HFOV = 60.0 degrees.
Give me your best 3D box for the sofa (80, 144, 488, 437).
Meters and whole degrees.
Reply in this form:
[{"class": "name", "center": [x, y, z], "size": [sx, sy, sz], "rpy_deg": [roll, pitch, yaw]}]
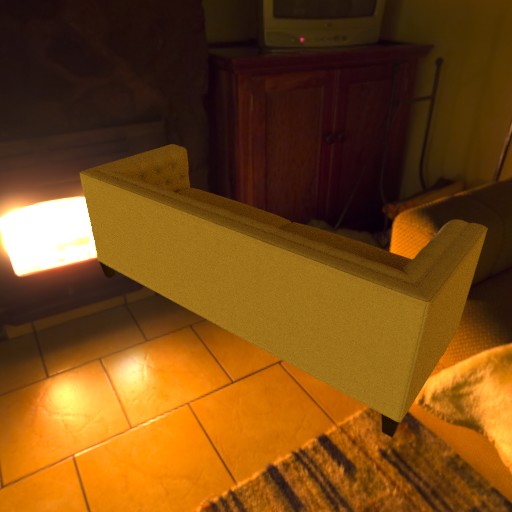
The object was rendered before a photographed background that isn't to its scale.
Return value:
[{"class": "sofa", "center": [0.000, 0.000, 2.571], "size": [2.159, 0.762, 0.775], "rpy_deg": [22, 37, 32]}]
